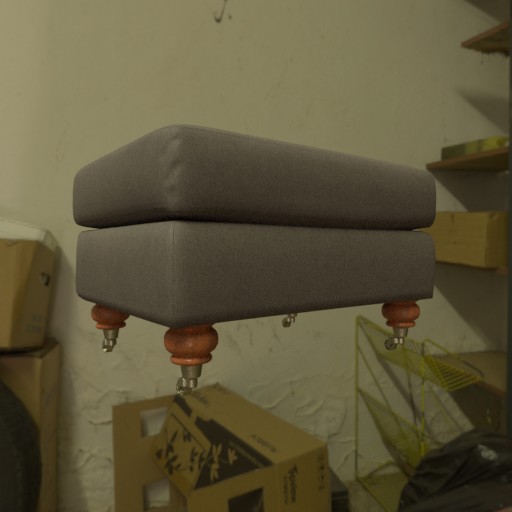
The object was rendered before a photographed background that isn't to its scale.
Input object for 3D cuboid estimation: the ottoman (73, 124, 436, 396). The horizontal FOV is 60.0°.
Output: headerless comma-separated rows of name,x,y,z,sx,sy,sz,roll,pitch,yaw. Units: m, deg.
ottoman,0.000,0.000,1.125,0.773,0.497,0.574,-1,1,-37
